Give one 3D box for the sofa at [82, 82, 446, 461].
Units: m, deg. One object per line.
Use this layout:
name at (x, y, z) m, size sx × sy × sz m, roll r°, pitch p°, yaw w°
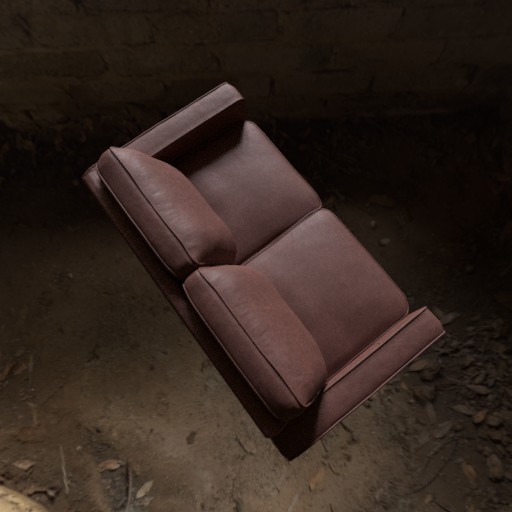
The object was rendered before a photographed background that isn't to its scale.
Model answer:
sofa at (0.000, 0.000, 2.261) m, size 0.947 × 0.918 × 1.709 m, roll -36°, pitch 77°, yaw -10°
